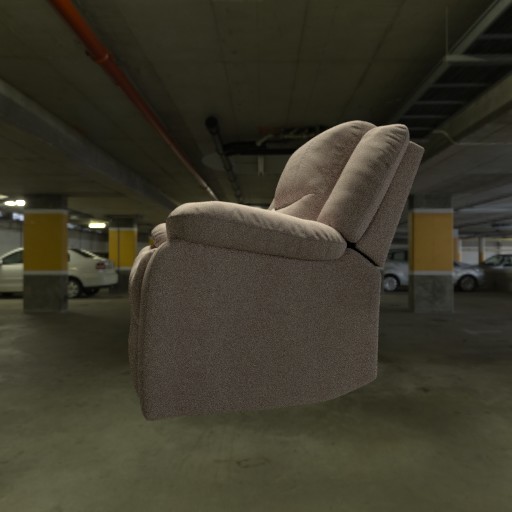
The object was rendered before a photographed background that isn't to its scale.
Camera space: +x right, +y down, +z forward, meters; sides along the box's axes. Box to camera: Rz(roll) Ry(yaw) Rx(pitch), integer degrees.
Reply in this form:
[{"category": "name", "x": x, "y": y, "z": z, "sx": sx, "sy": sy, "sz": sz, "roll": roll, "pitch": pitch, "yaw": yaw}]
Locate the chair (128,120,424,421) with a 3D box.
[{"category": "chair", "x": 0.000, "y": 0.000, "z": 1.715, "sx": 0.944, "sy": 1.008, "sz": 0.899, "roll": 0, "pitch": -1, "yaw": -17}]
